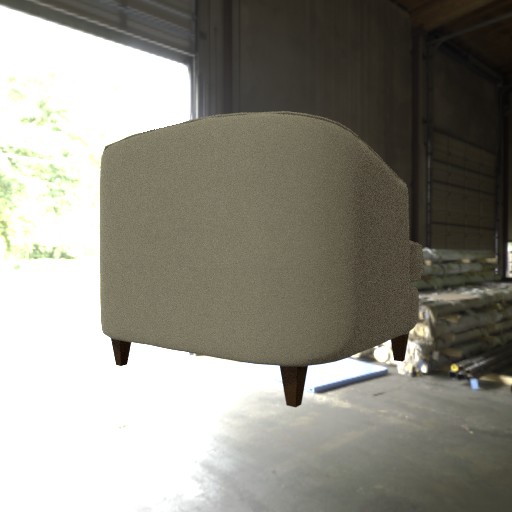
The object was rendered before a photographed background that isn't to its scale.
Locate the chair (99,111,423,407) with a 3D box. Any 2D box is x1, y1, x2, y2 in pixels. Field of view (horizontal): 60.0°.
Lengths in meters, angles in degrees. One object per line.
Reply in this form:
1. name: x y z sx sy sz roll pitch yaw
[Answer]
1. chair: 0.000 0.000 1.788 1.104 0.852 0.941 0 1 35
